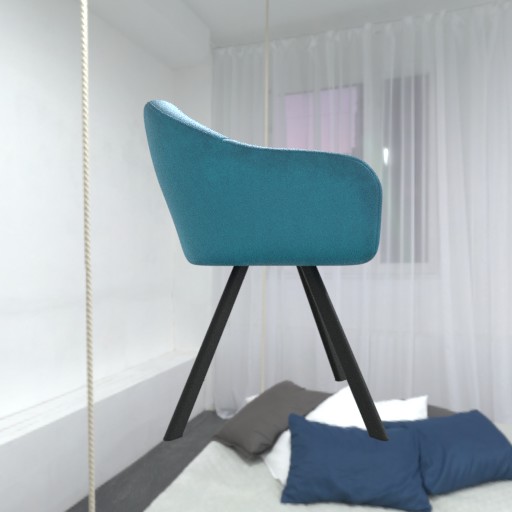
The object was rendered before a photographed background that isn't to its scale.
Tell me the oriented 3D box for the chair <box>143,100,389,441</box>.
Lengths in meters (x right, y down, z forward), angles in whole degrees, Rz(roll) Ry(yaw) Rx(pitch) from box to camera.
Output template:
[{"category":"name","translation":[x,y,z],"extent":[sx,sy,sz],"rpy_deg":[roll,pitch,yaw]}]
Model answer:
[{"category":"chair","translation":[0.000,0.000,1.166],"extent":[0.570,0.780,0.540],"rpy_deg":[0,1,0]}]
